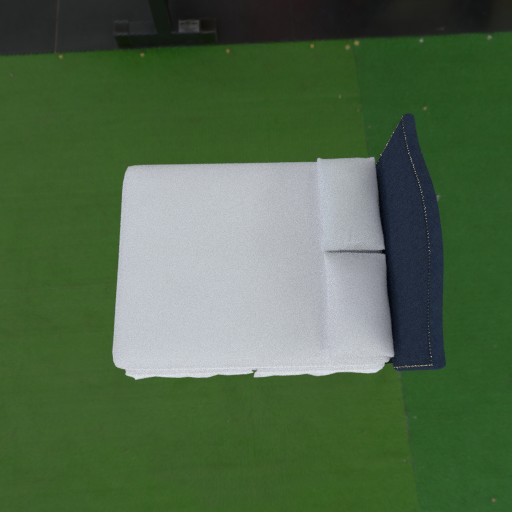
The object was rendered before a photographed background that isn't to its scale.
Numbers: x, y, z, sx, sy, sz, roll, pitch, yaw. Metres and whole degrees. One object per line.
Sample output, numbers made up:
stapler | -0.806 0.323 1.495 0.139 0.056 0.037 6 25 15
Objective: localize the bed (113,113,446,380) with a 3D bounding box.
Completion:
bed | 0.000 0.000 3.264 2.153 1.518 1.725 -1 75 0
